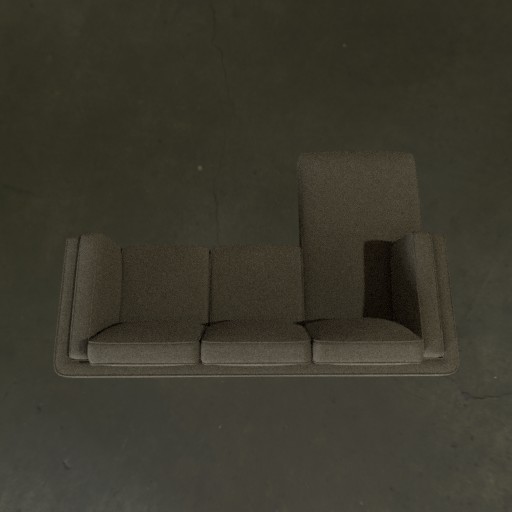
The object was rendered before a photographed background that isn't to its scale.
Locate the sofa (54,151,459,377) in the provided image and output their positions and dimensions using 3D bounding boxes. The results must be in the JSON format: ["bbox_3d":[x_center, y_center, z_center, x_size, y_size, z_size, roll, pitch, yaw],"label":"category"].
[{"bbox_3d":[0.000,0.000,3.054,2.411,0.929,1.604,0,75,0],"label":"sofa"}]
